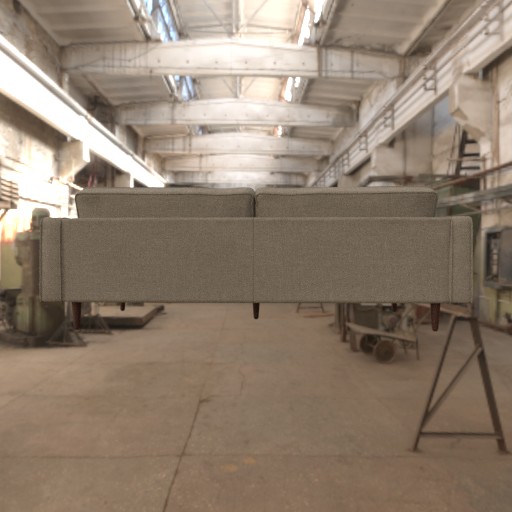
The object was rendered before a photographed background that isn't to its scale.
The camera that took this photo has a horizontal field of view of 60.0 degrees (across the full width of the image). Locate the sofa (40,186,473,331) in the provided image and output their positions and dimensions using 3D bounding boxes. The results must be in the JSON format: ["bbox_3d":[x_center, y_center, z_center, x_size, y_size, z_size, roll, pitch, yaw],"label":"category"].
[{"bbox_3d":[0.000,0.000,2.662,2.211,0.762,0.914,0,1,1],"label":"sofa"}]
